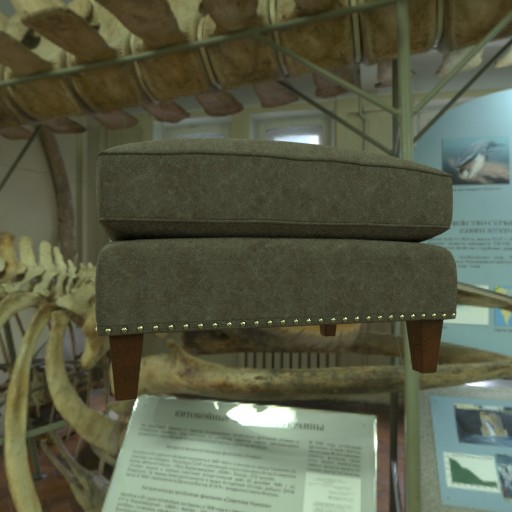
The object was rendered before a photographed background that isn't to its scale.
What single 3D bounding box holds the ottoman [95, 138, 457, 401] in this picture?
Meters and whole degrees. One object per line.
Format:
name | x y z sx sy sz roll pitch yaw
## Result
ottoman | 0.000 0.000 1.120 0.741 0.513 0.584 0 0 -17
